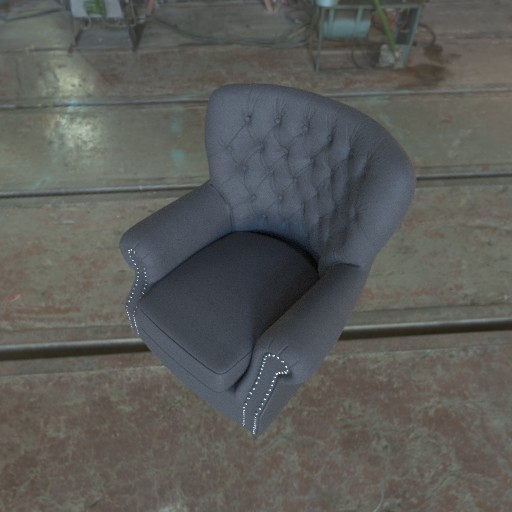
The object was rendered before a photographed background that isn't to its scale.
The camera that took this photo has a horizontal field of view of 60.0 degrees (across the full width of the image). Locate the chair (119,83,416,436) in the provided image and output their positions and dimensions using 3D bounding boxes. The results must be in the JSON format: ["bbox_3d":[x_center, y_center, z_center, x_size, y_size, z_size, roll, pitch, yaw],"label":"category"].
[{"bbox_3d":[0.000,0.000,1.835,0.983,1.046,0.983,32,54,27],"label":"chair"}]
